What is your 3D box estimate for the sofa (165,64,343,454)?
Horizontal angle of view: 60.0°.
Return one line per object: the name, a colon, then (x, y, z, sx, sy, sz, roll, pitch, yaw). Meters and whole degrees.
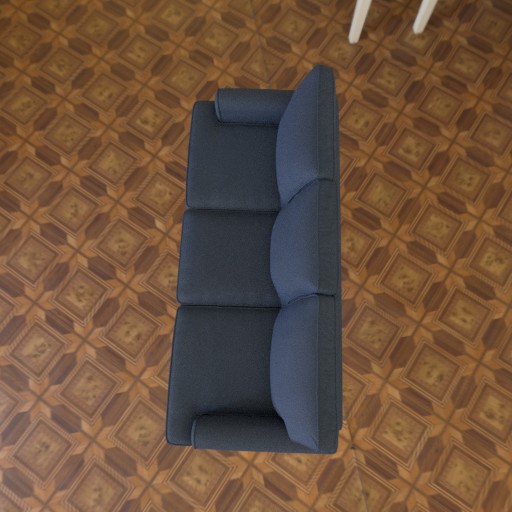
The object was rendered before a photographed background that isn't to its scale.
sofa: (0.000, 0.000, 2.655, 0.951, 0.965, 2.158, 2, 75, 1)
